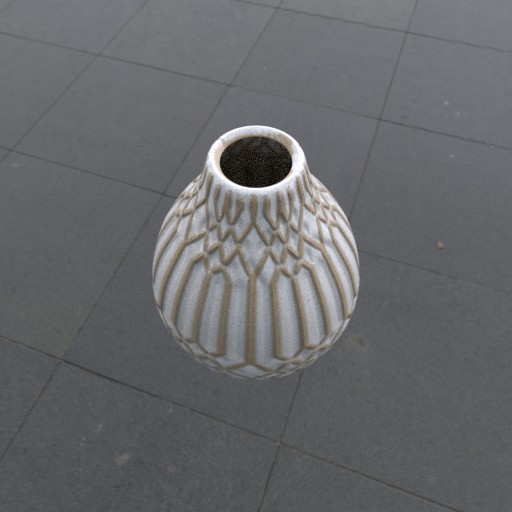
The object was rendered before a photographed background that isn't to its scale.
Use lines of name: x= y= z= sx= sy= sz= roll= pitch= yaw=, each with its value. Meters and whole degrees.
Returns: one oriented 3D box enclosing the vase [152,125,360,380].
vase: x=0.000 y=0.000 z=0.327 sx=0.159 sy=0.200 sz=0.159 roll=0 pitch=57 yaw=0
